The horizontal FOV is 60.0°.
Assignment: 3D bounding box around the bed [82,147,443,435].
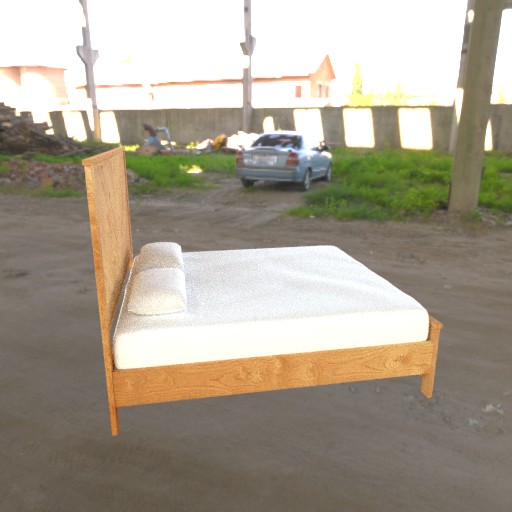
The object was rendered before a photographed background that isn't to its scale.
[{"bbox_3d":[0.000,0.000,4.176,2.530,1.938,2.225,-3,16,-10],"label":"bed"}]
